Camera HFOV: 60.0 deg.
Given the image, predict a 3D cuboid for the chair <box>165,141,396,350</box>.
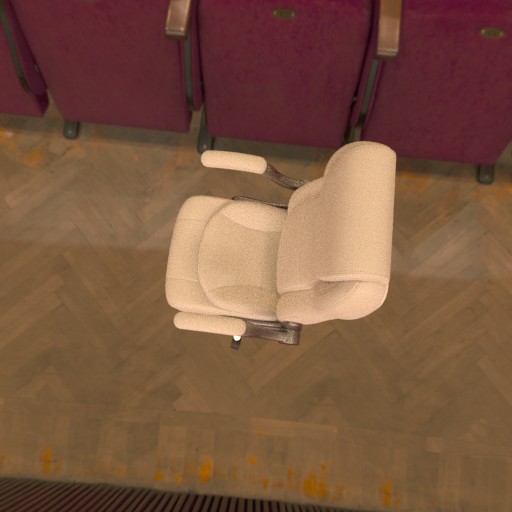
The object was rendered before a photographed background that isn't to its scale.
[{"bbox_3d":[0.000,0.000,1.881,0.806,1.330,0.755,7,76,2],"label":"chair"}]
